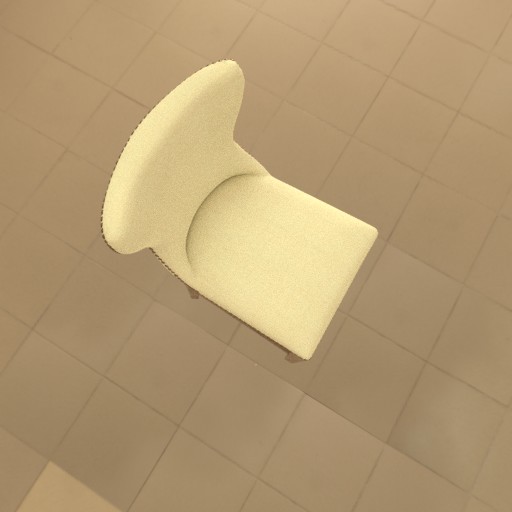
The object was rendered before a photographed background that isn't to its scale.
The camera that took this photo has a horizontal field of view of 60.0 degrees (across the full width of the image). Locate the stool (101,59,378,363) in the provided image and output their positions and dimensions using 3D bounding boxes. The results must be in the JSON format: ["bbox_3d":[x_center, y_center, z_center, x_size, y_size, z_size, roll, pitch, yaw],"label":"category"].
[{"bbox_3d":[0.000,0.000,1.430,0.606,1.123,0.494,30,78,7],"label":"stool"}]
